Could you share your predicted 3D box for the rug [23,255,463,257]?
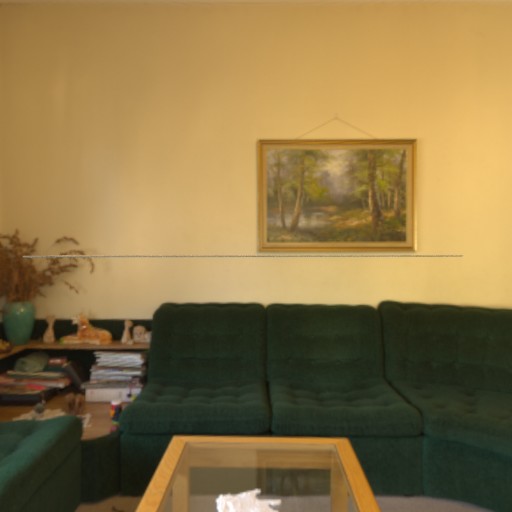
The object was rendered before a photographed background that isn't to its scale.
[{"bbox_3d":[0.000,0.000,2.536,2.275,0.009,0.684,0,0,-16],"label":"rug"}]
